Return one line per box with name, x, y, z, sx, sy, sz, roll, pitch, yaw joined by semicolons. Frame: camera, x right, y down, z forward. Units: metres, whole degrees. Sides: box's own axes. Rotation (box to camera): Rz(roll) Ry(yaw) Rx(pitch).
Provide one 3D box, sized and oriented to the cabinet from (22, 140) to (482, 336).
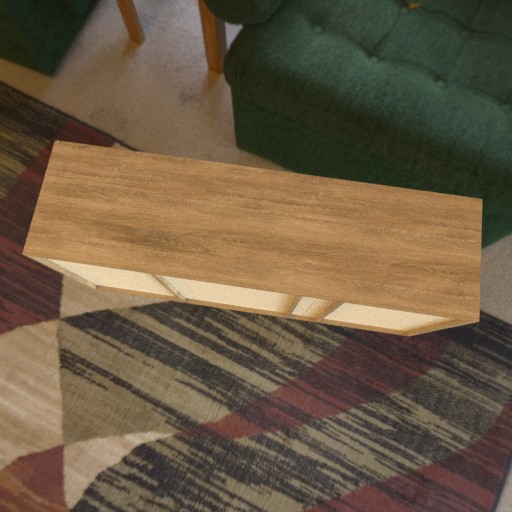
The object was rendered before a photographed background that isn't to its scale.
cabinet;0.000;0.000;2.010;1.600;0.870;0.450;8;76;2
